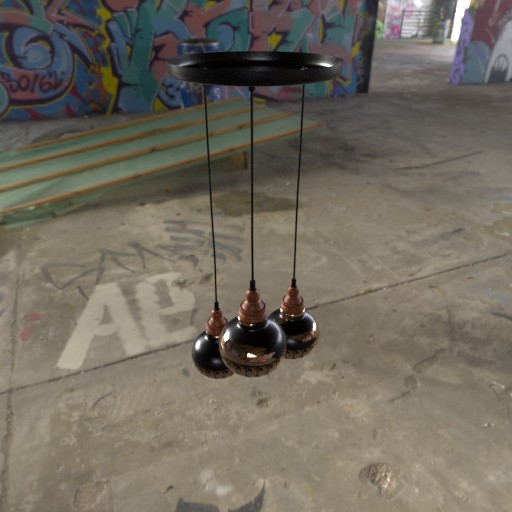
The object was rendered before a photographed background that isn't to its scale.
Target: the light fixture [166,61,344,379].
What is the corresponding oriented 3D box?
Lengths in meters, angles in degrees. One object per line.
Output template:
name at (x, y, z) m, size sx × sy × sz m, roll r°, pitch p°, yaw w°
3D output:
light fixture at (0.000, 0.000, 1.736) m, size 0.608 × 1.410 × 0.605 m, roll -1°, pitch 30°, yaw -3°
